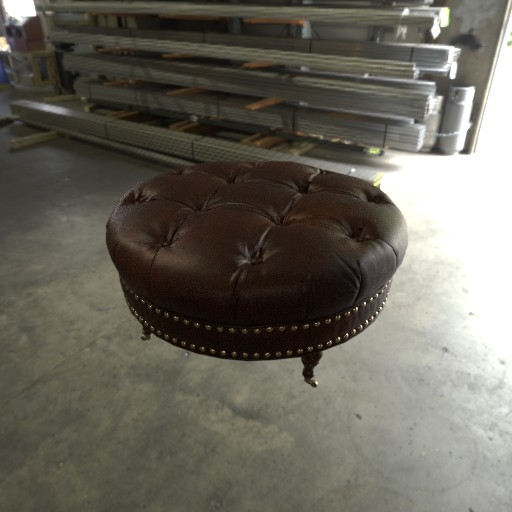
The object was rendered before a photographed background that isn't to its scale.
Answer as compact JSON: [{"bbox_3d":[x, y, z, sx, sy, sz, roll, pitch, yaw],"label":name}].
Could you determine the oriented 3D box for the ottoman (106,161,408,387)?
[{"bbox_3d":[0.000,0.000,1.432,0.901,0.455,0.901,0,30,0],"label":"ottoman"}]
